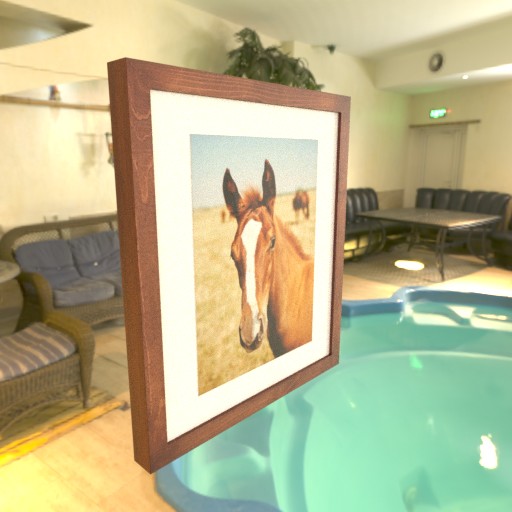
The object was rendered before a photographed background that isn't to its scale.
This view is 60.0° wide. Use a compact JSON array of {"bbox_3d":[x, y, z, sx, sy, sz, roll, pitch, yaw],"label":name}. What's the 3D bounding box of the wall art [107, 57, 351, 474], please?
[{"bbox_3d":[0.000,0.000,0.519,0.030,0.381,0.330,12,17,42],"label":"wall art"}]
